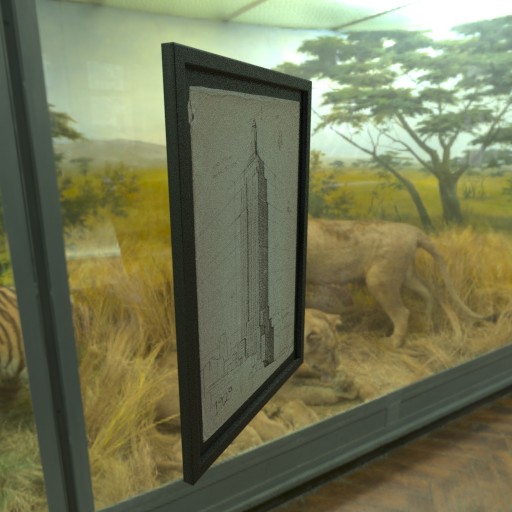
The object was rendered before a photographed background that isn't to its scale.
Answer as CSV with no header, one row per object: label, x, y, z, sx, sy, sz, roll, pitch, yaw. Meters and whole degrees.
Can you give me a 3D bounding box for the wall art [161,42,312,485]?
wall art,0.000,0.000,0.545,0.013,0.431,0.303,8,17,27
